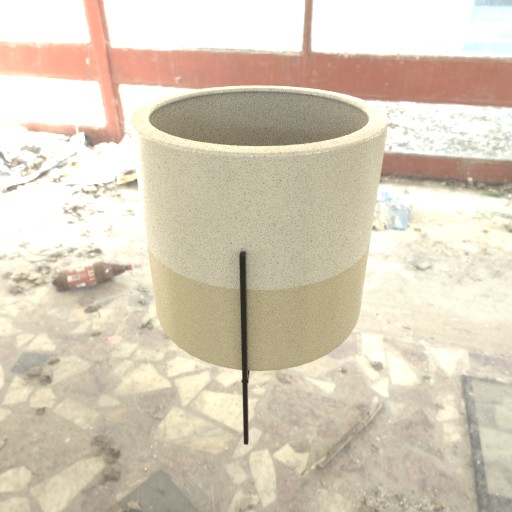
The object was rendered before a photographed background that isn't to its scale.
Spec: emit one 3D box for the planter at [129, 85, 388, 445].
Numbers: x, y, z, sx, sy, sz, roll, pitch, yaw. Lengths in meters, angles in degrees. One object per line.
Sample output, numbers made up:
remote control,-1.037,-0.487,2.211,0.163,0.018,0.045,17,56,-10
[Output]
planter,0.000,0.000,0.753,0.368,0.484,0.359,21,38,30
